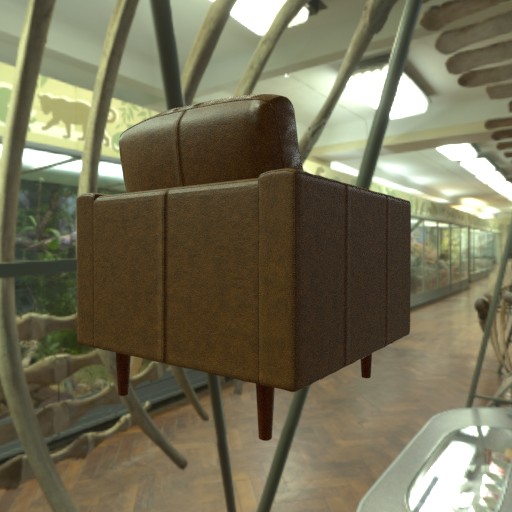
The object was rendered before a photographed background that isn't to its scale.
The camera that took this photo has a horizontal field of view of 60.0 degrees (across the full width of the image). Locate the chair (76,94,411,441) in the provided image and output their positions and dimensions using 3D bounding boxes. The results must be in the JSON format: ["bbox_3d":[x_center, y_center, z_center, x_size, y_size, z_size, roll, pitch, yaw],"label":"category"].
[{"bbox_3d":[0.000,0.000,1.645,0.890,0.956,0.909,1,1,36],"label":"chair"}]
